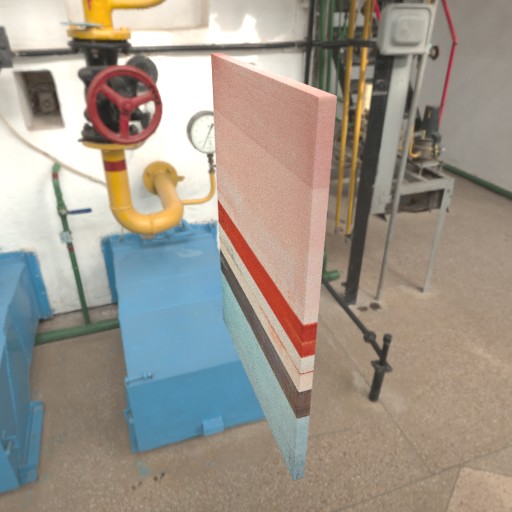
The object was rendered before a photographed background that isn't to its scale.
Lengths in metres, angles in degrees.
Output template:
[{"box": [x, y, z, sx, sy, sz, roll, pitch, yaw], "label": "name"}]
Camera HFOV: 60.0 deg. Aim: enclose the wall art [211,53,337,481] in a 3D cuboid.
[{"box": [0.000, 0.000, 1.294, 0.039, 1.016, 0.761, -9, 31, -16], "label": "wall art"}]
